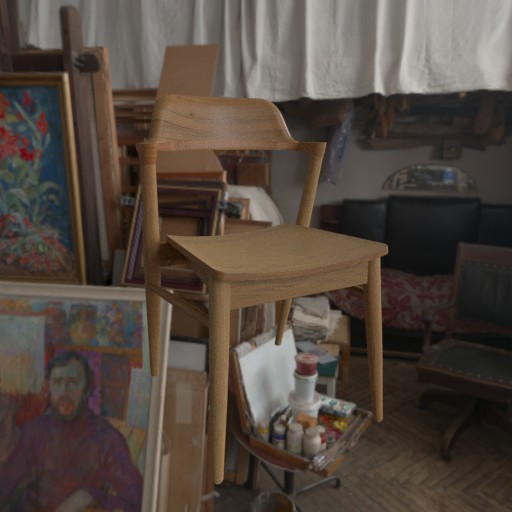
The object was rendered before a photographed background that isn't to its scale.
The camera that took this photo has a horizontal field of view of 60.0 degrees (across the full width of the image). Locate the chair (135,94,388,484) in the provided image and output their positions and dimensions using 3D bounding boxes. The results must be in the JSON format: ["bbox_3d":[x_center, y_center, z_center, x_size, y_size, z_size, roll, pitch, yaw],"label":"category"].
[{"bbox_3d":[0.000,0.000,1.111,0.512,0.792,0.499,-8,17,-27],"label":"chair"}]
